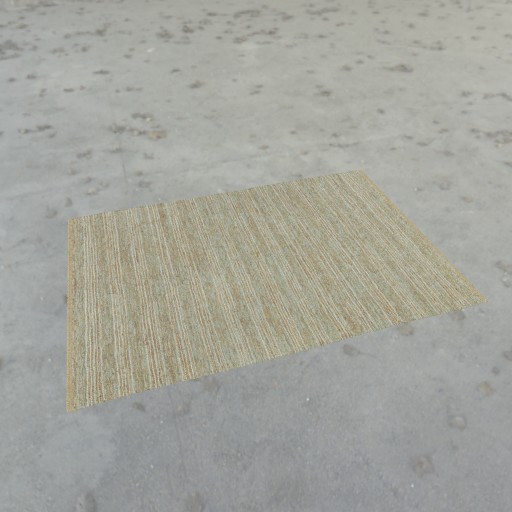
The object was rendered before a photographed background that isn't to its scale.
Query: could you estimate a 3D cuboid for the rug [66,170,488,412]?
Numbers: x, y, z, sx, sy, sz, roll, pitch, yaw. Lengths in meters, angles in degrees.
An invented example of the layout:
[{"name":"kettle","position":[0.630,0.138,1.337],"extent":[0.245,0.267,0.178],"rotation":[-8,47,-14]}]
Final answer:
[{"name":"rug","position":[0.000,0.000,2.254],"extent":[1.824,0.010,1.240],"rotation":[-12,42,-13]}]
